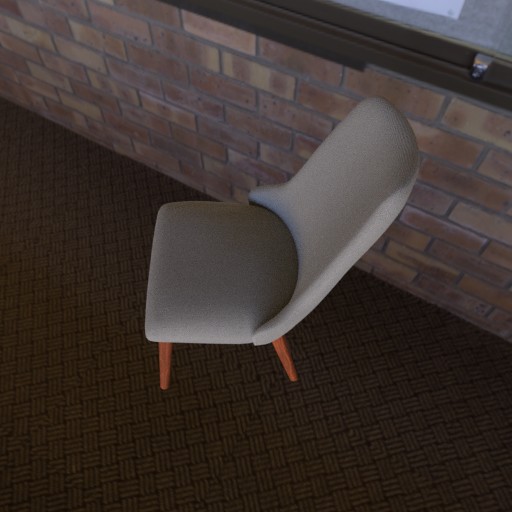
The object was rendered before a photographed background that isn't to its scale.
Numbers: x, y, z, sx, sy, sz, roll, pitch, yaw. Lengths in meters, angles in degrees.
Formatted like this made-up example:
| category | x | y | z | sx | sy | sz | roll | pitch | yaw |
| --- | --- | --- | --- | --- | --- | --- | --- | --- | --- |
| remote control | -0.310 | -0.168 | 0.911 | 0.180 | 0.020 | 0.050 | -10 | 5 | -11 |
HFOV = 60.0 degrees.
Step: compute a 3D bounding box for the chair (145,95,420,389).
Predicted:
| category | x | y | z | sx | sy | sz | roll | pitch | yaw |
| --- | --- | --- | --- | --- | --- | --- | --- | --- | --- |
| chair | 0.000 | 0.000 | 1.346 | 0.707 | 0.918 | 0.535 | -1 | 57 | 0 |
